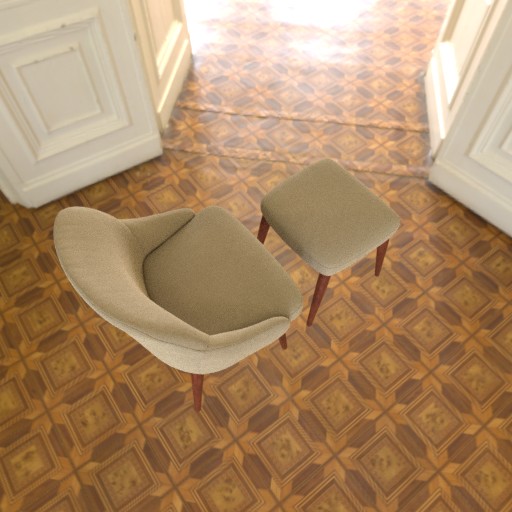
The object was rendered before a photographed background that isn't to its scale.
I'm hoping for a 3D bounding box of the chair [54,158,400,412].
[{"bbox_3d":[0.000,0.000,1.581,1.114,0.866,0.584,-32,63,-19],"label":"chair"}]
